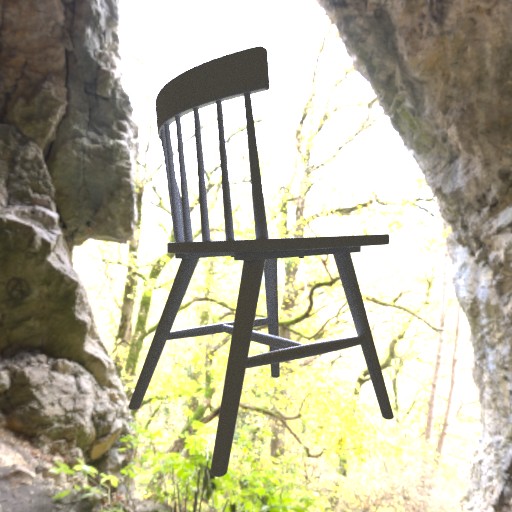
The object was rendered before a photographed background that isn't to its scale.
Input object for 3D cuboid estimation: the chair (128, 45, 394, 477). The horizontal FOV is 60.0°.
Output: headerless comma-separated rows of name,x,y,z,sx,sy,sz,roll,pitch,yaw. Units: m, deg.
chair,0.000,0.000,1.106,0.500,0.787,0.483,0,1,-36
